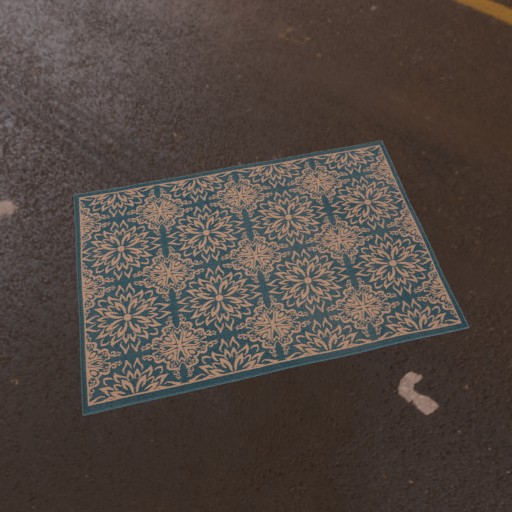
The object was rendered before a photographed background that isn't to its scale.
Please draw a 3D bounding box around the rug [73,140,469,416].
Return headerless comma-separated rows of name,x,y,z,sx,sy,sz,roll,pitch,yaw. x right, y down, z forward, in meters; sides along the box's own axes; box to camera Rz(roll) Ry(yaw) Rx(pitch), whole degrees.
rug,0.000,0.000,2.312,1.833,0.012,1.211,-11,63,-6
